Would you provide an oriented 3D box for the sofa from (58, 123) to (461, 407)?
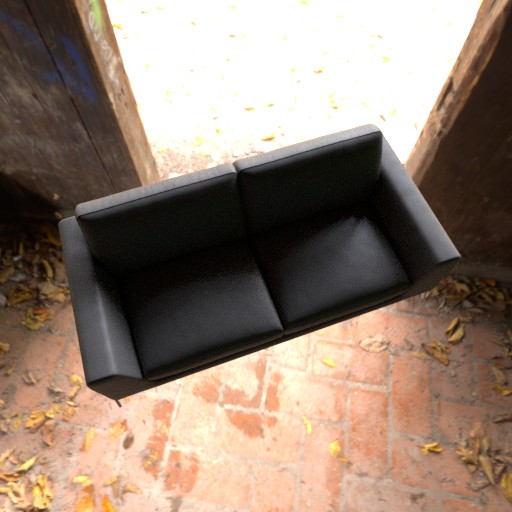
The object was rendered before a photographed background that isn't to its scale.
[{"bbox_3d":[0.000,0.000,2.546,2.017,0.875,0.953,-18,64,-9],"label":"sofa"}]
